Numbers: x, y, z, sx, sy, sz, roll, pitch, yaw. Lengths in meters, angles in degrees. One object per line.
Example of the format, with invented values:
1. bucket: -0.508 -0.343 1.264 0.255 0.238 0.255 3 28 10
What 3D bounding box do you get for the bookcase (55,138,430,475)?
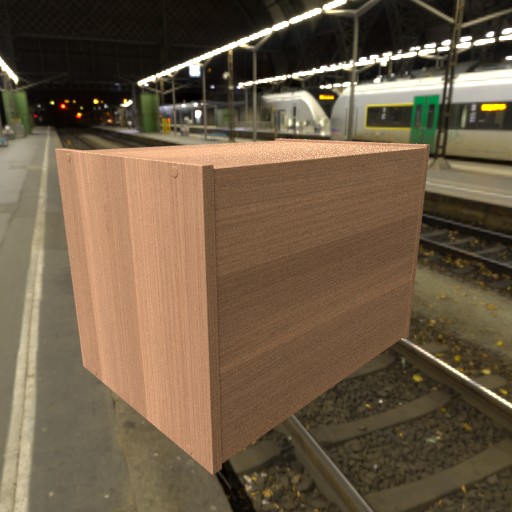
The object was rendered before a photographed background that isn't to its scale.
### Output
1. bookcase: 0.000 0.000 0.636 0.290 0.305 0.415 16 24 42
